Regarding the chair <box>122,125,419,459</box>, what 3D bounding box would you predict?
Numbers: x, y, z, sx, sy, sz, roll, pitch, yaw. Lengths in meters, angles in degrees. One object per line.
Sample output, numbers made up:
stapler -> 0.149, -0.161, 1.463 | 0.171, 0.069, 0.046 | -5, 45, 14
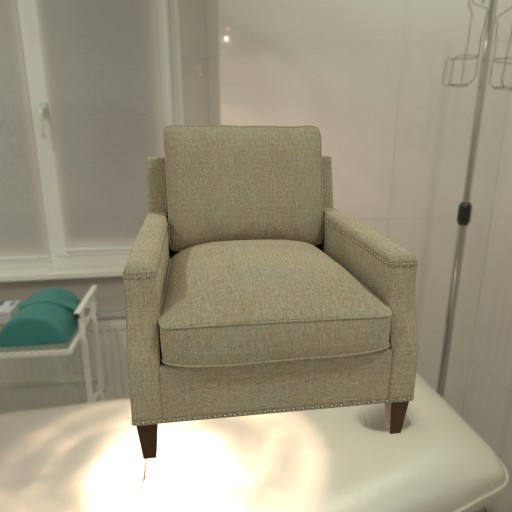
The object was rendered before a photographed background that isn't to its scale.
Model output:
chair -> 0.000, 0.000, 1.657 | 0.853, 0.943, 1.014 | -2, 16, -8
